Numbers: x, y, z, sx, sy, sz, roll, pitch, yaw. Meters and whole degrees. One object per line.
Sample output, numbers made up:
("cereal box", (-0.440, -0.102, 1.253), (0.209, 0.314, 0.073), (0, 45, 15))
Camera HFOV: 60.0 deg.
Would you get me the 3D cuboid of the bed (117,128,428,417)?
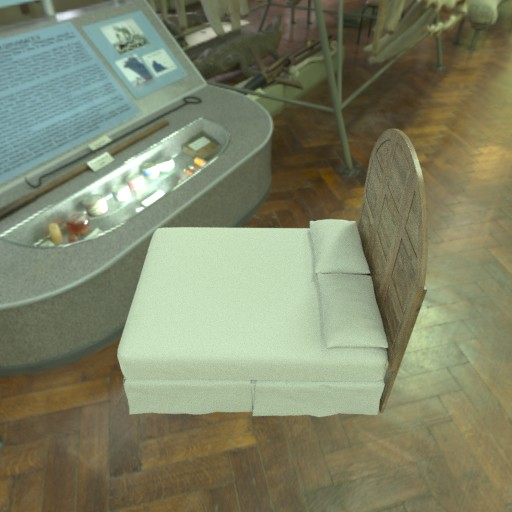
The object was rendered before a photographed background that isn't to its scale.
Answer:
("bed", (0.000, 0.000, 3.588), (2.112, 2.002, 1.713), (1, 41, 1))
